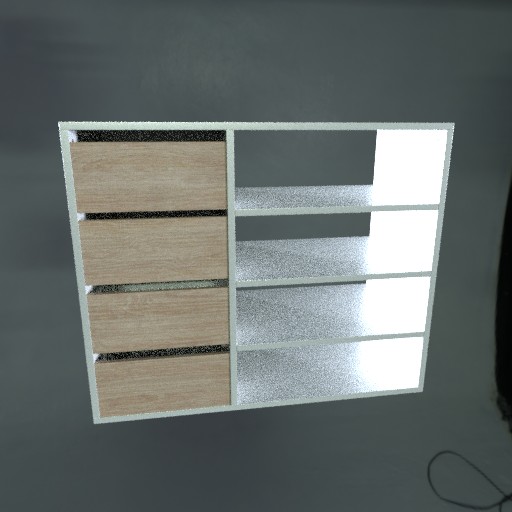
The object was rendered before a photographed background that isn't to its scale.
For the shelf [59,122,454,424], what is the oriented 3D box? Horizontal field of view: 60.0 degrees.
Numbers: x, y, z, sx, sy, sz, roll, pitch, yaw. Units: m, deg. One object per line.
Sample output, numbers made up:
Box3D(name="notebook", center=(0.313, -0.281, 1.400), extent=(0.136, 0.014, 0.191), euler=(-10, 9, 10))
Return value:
Box3D(name="shelf", center=(0.000, 0.000, 1.277), extent=(0.895, 0.732, 0.396), euler=(-3, 16, -9))
